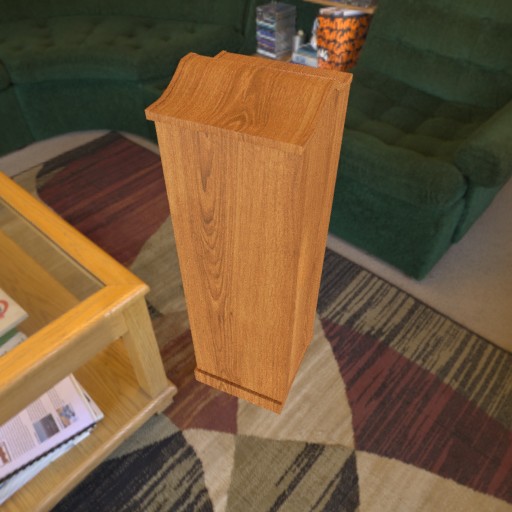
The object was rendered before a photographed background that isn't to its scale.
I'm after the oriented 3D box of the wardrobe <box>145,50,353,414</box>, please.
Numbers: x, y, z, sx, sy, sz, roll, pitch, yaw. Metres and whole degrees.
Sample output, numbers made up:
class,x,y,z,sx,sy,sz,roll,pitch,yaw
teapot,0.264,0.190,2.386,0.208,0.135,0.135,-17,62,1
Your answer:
class,x,y,z,sx,sy,sz,roll,pitch,yaw
wardrobe,0.000,0.000,2.223,0.570,1.870,0.590,17,47,17
